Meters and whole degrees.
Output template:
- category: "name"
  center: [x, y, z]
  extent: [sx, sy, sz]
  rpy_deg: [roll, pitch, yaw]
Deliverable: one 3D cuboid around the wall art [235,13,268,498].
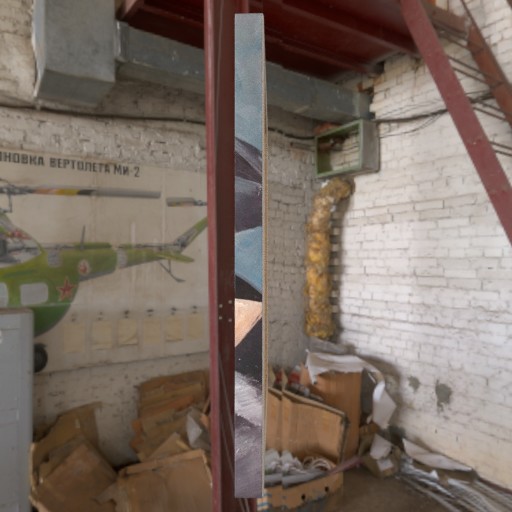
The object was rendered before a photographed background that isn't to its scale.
- category: "wall art"
  center: [0.000, 0.000, 0.784]
  extent: [0.037, 0.613, 0.455]
  rpy_deg: [0, 0, 2]
